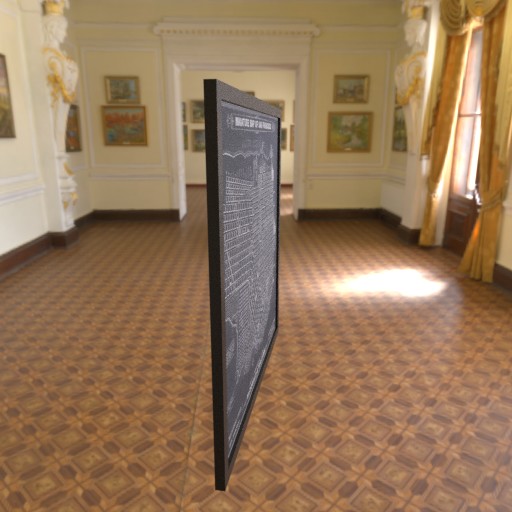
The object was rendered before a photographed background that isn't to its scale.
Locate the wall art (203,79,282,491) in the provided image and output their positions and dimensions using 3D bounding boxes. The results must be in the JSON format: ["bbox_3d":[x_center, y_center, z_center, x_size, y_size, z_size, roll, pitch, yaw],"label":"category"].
[{"bbox_3d":[0.000,0.000,1.208,0.022,0.807,0.807,3,15,10],"label":"wall art"}]
